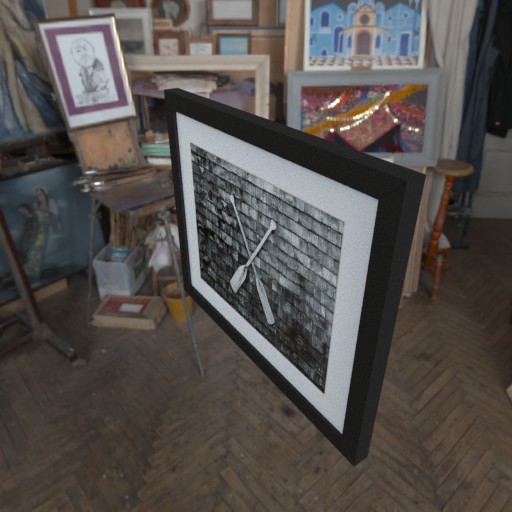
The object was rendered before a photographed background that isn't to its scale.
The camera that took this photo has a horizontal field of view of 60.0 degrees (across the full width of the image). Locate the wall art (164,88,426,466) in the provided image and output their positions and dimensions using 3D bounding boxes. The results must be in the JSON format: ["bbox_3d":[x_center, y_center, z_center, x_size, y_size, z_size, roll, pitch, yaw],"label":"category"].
[{"bbox_3d":[0.000,0.000,0.753,0.029,0.457,0.558,-20,36,-29],"label":"wall art"}]
